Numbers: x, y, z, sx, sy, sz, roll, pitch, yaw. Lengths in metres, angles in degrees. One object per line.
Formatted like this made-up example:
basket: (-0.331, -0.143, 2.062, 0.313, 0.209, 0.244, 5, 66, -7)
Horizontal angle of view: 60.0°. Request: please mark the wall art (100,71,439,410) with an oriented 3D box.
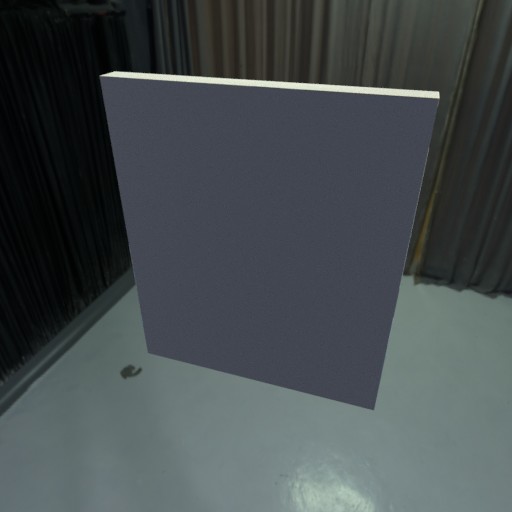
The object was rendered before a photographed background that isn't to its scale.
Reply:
wall art: (0.000, 0.000, 0.692, 0.435, 0.511, 0.037, 10, 33, 16)
